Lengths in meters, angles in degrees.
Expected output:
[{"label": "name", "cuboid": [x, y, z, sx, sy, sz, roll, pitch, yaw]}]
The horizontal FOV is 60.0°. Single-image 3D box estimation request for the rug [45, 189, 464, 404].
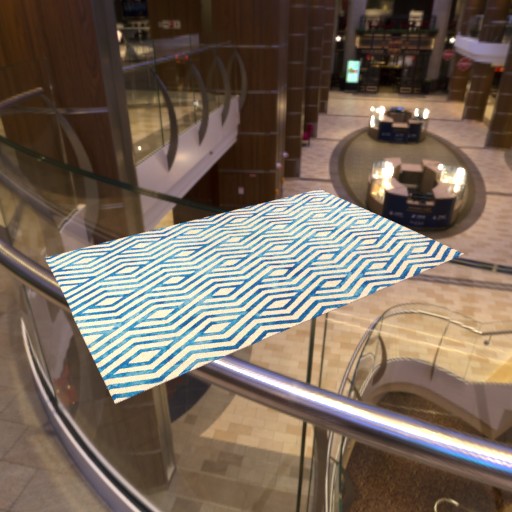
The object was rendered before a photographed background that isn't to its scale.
[{"label": "rug", "cuboid": [0.000, 0.000, 3.040, 2.439, 0.008, 1.531, -18, 33, -29]}]
